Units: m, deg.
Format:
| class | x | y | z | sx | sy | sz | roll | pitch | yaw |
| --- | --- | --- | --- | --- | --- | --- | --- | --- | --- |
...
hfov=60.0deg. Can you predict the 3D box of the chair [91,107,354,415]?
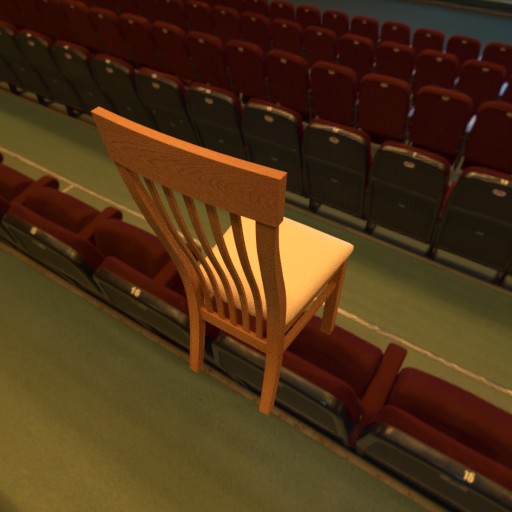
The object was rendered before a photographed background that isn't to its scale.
| class | x | y | z | sx | sy | sz | roll | pitch | yaw |
| --- | --- | --- | --- | --- | --- | --- | --- | --- | --- |
| chair | 0.000 | 0.000 | 1.353 | 0.450 | 1.050 | 0.580 | 24 | 49 | 23 |
